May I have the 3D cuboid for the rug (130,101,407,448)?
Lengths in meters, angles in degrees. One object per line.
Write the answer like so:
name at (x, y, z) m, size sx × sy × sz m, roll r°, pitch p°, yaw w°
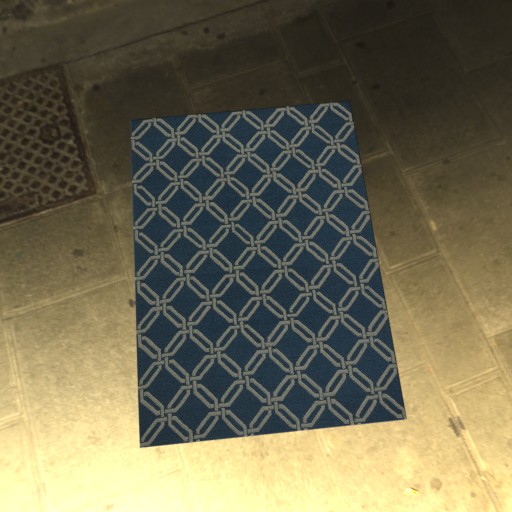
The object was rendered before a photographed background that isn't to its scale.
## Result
rug at (0.000, 0.000, 4.440) m, size 2.432 × 0.018 × 3.342 m, roll -5°, pitch 75°, yaw -2°
